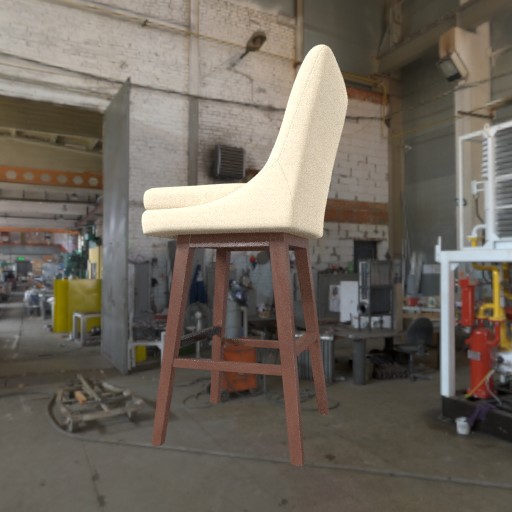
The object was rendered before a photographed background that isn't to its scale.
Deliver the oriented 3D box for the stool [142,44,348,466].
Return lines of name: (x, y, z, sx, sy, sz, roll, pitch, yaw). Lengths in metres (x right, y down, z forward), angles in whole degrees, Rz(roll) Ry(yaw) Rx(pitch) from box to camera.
stool: (0.000, 0.000, 1.412, 0.559, 1.093, 0.483, 0, -1, 18)
